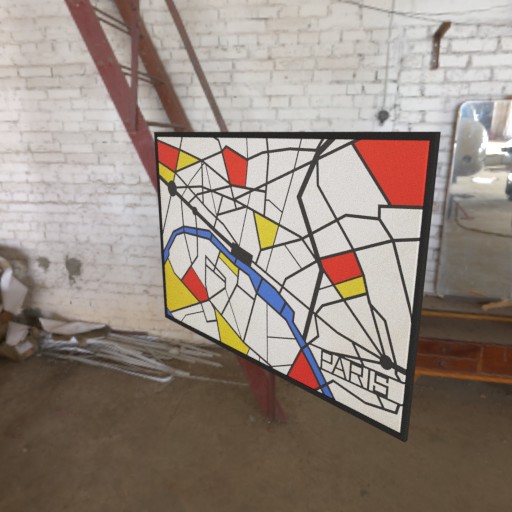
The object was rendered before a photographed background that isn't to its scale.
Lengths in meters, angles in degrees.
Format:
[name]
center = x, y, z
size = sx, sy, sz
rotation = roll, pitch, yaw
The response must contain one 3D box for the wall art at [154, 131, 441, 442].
[wall art]
center = 0.000, 0.000, 1.232
size = 0.013, 0.665, 0.963
rotation = -15, 21, -42
